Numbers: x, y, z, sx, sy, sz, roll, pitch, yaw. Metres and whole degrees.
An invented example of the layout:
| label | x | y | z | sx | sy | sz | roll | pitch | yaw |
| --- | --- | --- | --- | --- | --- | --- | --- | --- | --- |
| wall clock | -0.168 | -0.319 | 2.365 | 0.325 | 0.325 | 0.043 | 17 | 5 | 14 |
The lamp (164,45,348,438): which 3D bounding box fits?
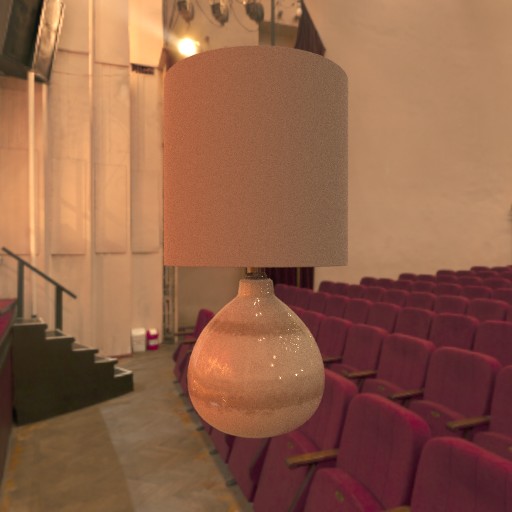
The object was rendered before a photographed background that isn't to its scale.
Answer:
| label | x | y | z | sx | sy | sz | roll | pitch | yaw |
| --- | --- | --- | --- | --- | --- | --- | --- | --- | --- |
| lamp | 0.000 | 0.000 | 0.532 | 0.217 | 0.404 | 0.217 | 0 | 0 | -18 |
